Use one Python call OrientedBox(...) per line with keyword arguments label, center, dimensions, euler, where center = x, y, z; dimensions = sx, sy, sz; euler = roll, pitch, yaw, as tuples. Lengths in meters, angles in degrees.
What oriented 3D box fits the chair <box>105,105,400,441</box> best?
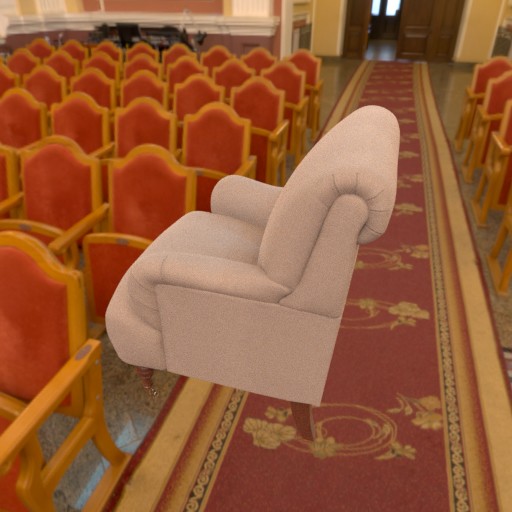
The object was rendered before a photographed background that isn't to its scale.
OrientedBox(label="chair", center=(0.000, 0.000, 1.550), dimensions=(0.842, 0.942, 0.766), euler=(9, 31, 14))
